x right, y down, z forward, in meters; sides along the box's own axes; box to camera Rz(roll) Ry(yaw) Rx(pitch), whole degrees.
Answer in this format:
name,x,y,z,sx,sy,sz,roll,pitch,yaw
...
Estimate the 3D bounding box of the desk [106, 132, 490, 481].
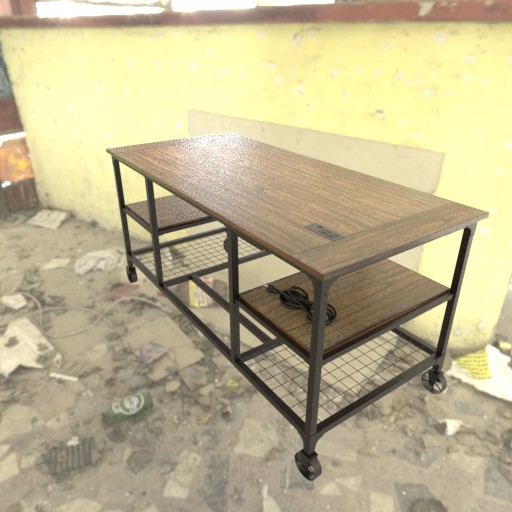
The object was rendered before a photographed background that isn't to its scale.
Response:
name,x,y,z,sx,sy,sz,roll,pitch,yaw
desk,0.000,0.000,1.959,0.711,0.751,1.590,-17,32,-31
